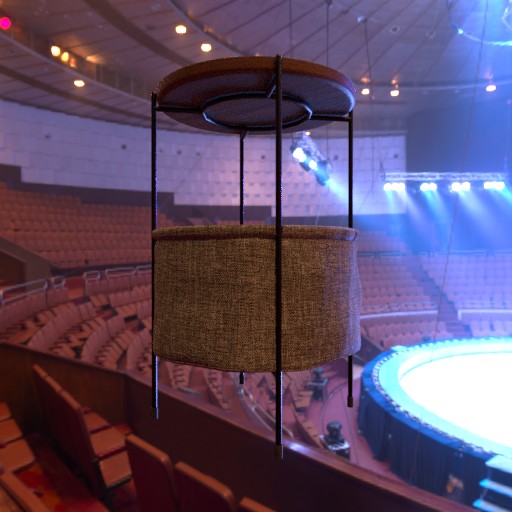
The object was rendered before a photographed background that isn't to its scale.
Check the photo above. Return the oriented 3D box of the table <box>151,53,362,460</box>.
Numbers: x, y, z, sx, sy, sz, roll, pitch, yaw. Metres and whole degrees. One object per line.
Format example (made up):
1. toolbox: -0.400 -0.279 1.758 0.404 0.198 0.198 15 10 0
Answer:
1. table: 0.000 0.000 0.878 0.400 0.623 0.400 0 1 35
